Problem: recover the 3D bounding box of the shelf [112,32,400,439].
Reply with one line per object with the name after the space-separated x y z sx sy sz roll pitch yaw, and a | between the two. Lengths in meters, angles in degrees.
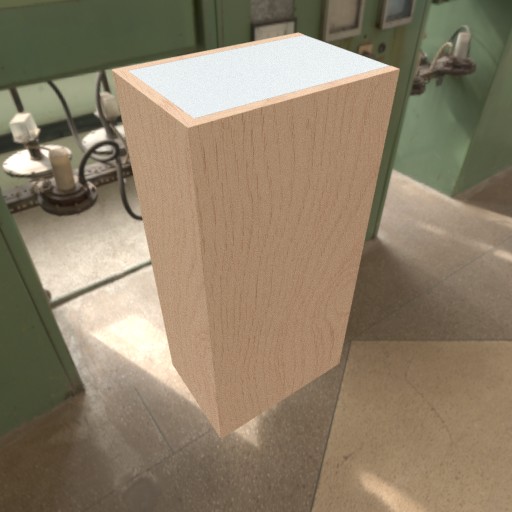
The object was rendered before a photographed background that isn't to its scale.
0.000 0.000 0.735 0.290 0.600 0.200 -24 46 -25 | shelf
